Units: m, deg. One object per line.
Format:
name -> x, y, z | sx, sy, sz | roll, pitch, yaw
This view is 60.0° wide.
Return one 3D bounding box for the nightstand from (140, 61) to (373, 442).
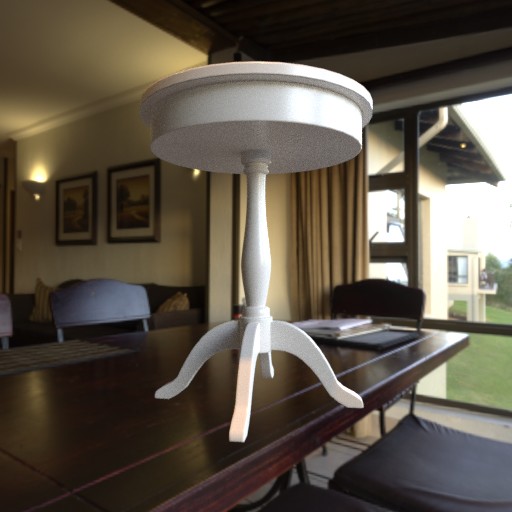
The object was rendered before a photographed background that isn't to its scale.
nightstand -> 0.000, 0.000, 1.002 | 0.513, 0.653, 0.513 | 0, -1, 18
